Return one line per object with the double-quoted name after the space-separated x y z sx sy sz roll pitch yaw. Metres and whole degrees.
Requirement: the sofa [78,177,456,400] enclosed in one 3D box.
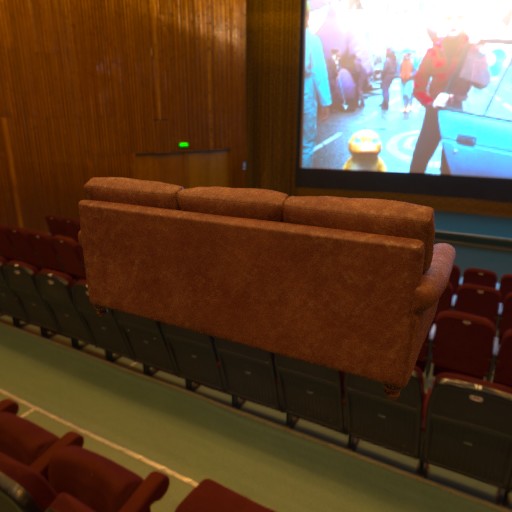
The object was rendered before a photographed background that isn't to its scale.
0.000 0.000 2.897 2.351 0.977 0.973 9 20 27 "sofa"
